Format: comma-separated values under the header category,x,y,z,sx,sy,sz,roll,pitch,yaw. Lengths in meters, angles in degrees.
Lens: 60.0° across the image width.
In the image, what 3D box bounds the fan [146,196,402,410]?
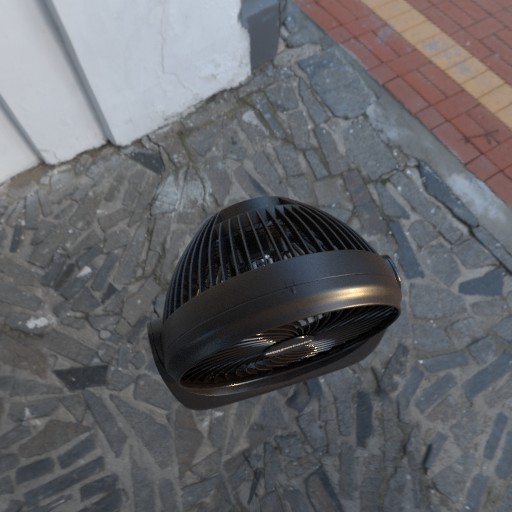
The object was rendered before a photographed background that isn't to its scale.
category,x,y,z,sx,sy,sz,roll,pitch,yaw
fan,0.000,0.000,0.496,0.273,0.277,0.256,-15,66,-7
